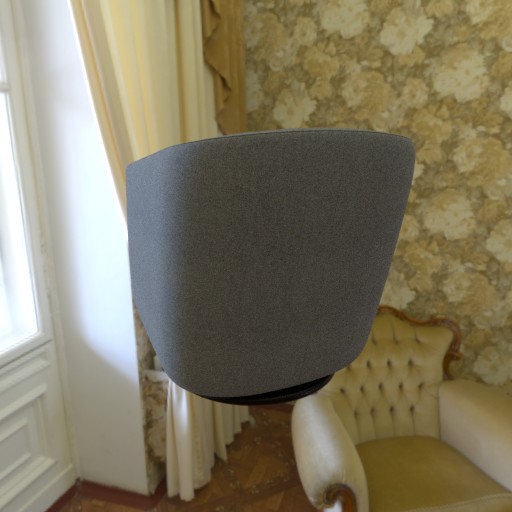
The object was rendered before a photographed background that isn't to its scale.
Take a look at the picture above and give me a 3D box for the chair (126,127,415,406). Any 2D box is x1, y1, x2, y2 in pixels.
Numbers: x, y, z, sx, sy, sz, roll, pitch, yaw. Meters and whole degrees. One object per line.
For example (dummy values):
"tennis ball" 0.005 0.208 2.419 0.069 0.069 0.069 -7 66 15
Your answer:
"chair" 0.000 0.000 1.617 0.822 0.861 0.986 -7 15 -26
